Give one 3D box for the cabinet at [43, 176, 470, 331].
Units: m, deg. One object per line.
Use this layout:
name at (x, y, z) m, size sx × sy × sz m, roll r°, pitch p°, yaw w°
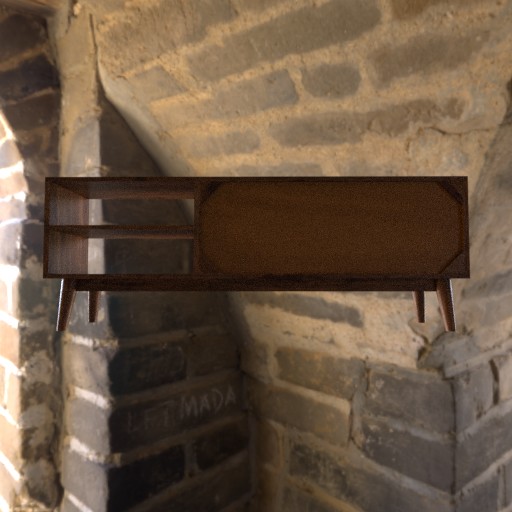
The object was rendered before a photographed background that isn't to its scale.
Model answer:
cabinet at (0.000, 0.000, 1.680) m, size 1.448 × 0.528 × 0.349 m, roll 0°, pitch -3°, yaw 1°
